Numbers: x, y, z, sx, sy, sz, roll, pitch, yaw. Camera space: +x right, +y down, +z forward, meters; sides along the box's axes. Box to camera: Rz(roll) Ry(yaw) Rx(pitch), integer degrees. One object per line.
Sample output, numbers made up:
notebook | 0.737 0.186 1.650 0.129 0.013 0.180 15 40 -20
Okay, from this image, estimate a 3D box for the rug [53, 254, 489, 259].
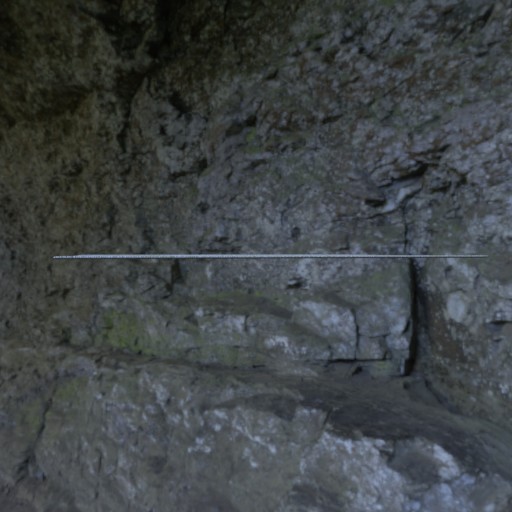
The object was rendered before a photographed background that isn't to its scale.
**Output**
rug | 0.000 0.000 5.087 3.935 0.025 2.782 0 0 -18
